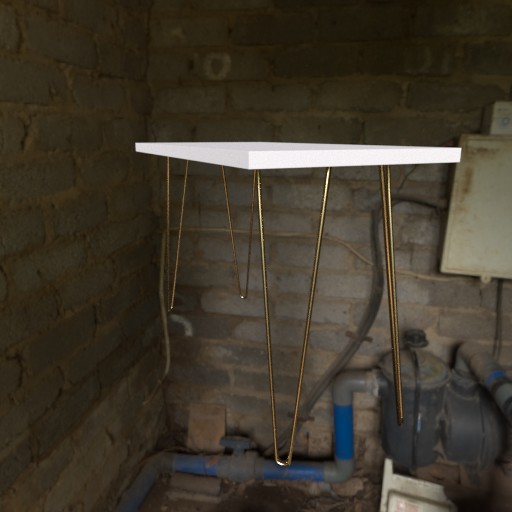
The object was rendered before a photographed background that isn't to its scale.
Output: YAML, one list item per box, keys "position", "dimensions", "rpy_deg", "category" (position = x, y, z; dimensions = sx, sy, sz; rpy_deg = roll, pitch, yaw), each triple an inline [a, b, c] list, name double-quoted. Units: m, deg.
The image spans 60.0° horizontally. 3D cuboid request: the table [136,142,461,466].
- position: [0.000, 0.000, 1.357]
  dimensions: [0.498, 0.660, 0.991]
  rpy_deg: [-7, 17, -24]
  category: "table"
